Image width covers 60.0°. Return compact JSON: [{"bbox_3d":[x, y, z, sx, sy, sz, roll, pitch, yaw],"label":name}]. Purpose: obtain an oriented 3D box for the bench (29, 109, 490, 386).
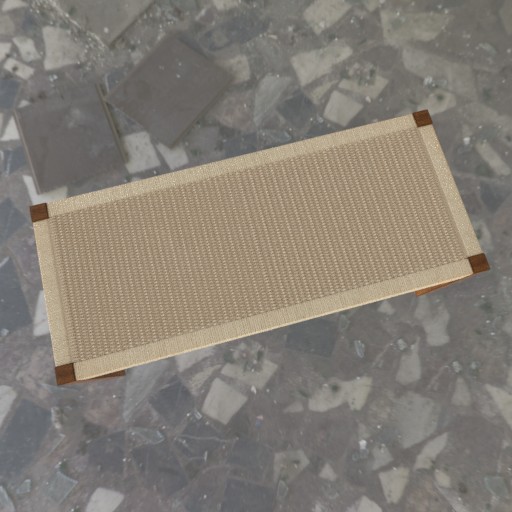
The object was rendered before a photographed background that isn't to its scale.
[{"bbox_3d":[0.000,0.000,1.458,1.198,0.457,0.507,-14,77,-3],"label":"bench"}]
